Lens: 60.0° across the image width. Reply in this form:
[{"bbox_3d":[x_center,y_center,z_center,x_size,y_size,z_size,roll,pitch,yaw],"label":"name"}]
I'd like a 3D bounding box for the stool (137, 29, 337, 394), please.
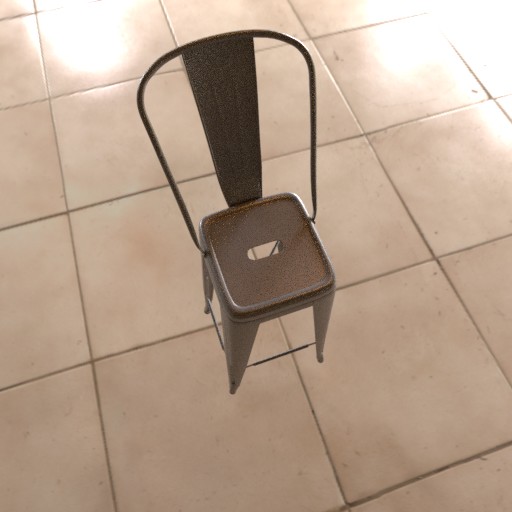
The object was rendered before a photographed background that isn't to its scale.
[{"bbox_3d":[0.000,0.000,1.302,0.399,1.096,0.513,-17,64,-9],"label":"stool"}]
